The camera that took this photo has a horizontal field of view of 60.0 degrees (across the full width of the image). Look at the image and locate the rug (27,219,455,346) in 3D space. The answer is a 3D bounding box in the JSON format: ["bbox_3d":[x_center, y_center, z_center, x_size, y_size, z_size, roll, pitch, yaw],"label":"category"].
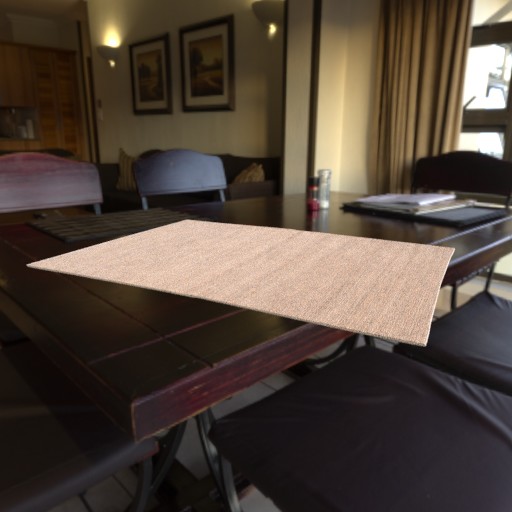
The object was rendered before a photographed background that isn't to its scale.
[{"bbox_3d":[0.000,0.000,2.845,2.264,0.030,1.624,8,17,26],"label":"rug"}]
